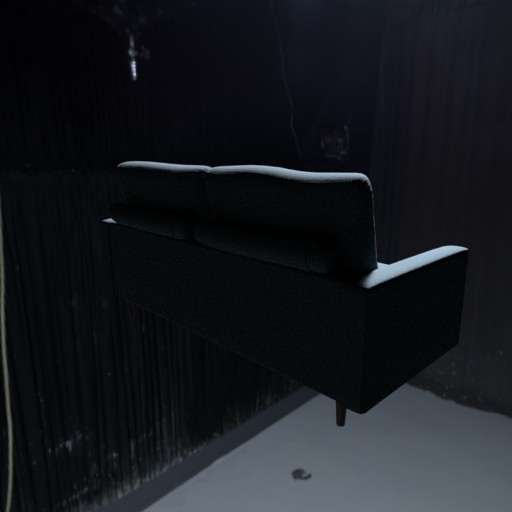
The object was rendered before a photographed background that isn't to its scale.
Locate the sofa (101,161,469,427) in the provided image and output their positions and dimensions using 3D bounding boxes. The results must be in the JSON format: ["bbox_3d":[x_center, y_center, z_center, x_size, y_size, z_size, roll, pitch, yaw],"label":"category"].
[{"bbox_3d":[0.000,0.000,2.530,0.966,1.050,2.010,-13,19,-43],"label":"sofa"}]
